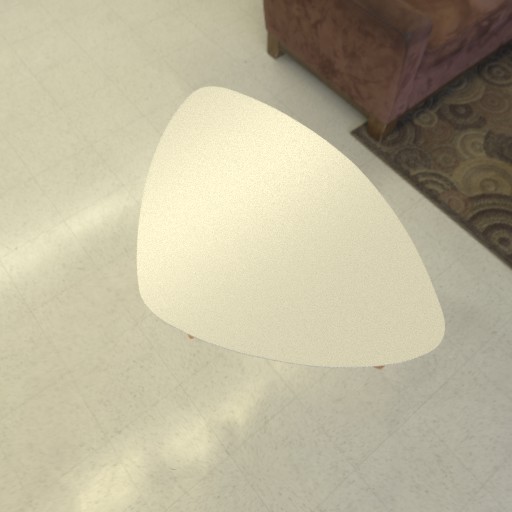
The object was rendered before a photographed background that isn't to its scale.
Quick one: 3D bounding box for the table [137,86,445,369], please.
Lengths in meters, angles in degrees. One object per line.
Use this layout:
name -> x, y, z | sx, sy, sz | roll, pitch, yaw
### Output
table -> 0.000, 0.000, 1.635 | 0.850, 0.440, 1.250 | -33, 68, -15
